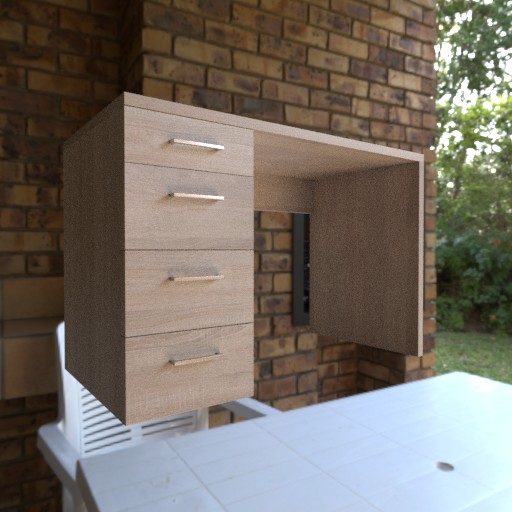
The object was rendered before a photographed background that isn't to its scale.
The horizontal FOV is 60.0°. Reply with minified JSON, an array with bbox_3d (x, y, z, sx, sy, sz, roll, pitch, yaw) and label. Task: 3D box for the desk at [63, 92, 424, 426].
[{"bbox_3d":[0.000,0.000,1.512,1.100,0.731,0.600,-1,1,-36],"label":"desk"}]
